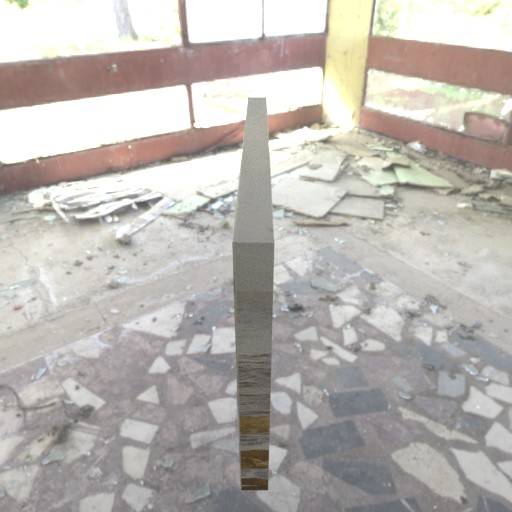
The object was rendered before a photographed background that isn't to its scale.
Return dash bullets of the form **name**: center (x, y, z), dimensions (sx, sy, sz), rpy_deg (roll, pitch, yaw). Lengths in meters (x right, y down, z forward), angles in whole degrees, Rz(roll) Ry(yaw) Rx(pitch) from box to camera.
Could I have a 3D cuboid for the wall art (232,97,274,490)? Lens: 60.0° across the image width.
- **wall art**: center (0.000, 0.000, 0.779), dimensions (0.041, 0.407, 0.606), rpy_deg (0, 32, 0)
